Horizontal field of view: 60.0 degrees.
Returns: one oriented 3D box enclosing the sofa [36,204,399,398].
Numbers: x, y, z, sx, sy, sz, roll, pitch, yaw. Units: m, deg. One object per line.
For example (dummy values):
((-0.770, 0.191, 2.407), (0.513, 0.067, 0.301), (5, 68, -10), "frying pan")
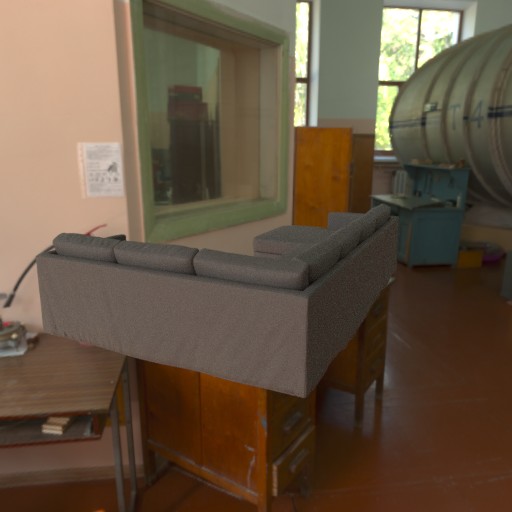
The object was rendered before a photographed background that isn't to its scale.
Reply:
((0.000, 0.000, 4.743), (2.476, 0.878, 3.528), (7, 15, 25), "sofa")
